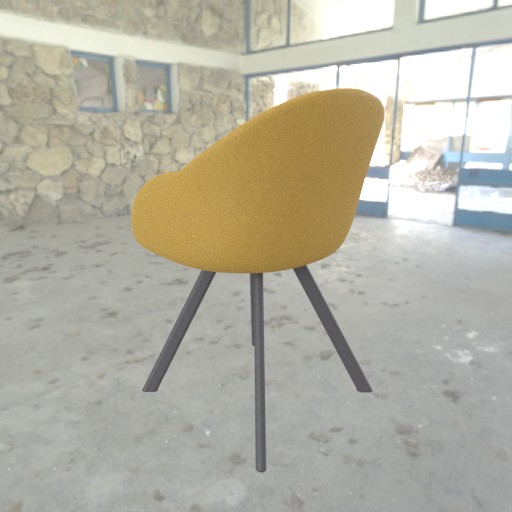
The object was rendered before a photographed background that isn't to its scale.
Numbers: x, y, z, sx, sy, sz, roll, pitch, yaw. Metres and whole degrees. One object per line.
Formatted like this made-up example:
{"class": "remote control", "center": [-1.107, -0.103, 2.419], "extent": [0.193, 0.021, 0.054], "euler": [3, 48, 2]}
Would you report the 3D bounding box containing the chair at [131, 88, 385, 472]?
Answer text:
{"class": "chair", "center": [0.000, 0.000, 1.180], "extent": [0.583, 0.793, 0.551], "euler": [13, 19, 43]}
